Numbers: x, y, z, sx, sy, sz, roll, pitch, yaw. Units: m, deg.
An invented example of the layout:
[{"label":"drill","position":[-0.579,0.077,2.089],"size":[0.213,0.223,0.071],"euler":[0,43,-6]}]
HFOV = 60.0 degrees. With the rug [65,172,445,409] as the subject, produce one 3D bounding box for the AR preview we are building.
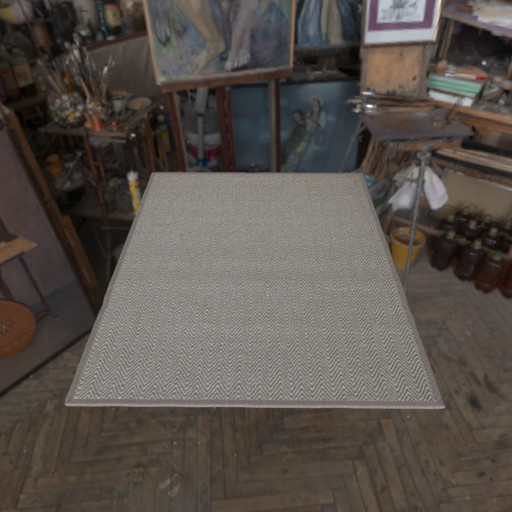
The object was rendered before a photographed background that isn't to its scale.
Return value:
[{"label":"rug","position":[0.000,0.000,3.974],"size":[2.434,0.032,3.007],"euler":[0,40,0]}]
